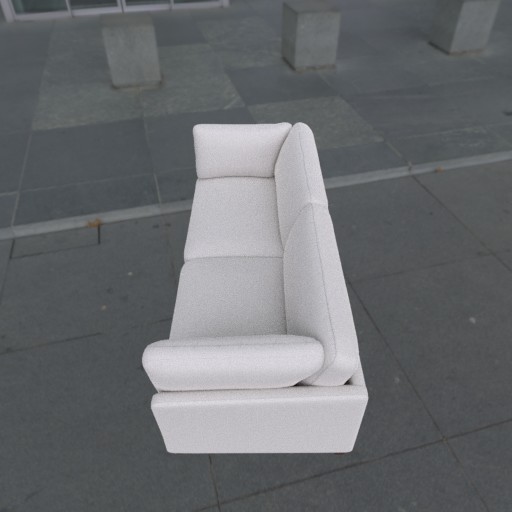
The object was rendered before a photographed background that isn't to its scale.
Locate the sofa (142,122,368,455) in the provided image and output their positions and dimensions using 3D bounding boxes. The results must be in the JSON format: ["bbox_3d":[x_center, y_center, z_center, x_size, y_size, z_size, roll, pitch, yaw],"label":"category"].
[{"bbox_3d":[0.000,0.000,2.831,0.957,0.863,2.301,0,42,0],"label":"sofa"}]
